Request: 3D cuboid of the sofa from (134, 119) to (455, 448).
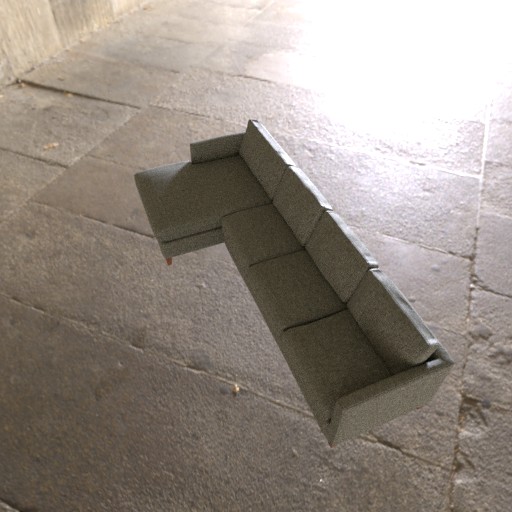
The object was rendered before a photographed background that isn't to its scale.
[{"bbox_3d":[0.000,0.000,4.173,1.635,0.960,3.485,-17,48,-15],"label":"sofa"}]
